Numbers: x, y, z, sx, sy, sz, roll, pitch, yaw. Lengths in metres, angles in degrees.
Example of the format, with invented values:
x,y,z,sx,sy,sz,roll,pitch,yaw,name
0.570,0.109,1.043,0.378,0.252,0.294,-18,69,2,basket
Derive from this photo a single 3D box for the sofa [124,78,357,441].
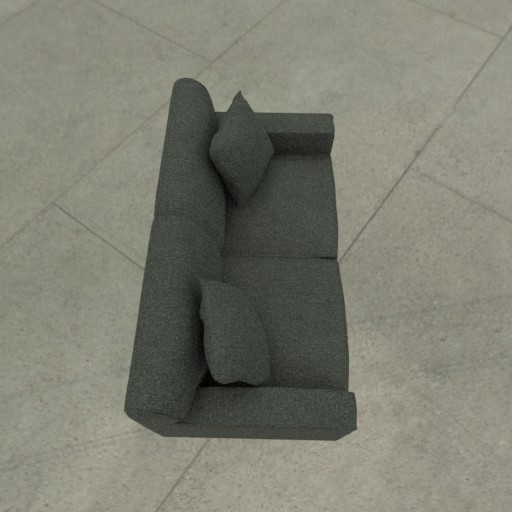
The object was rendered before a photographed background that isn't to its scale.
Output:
x,y,z,sx,sy,sz,roll,pitch,yaw,name
0.000,0.000,2.474,0.998,0.958,1.846,1,63,1,sofa
